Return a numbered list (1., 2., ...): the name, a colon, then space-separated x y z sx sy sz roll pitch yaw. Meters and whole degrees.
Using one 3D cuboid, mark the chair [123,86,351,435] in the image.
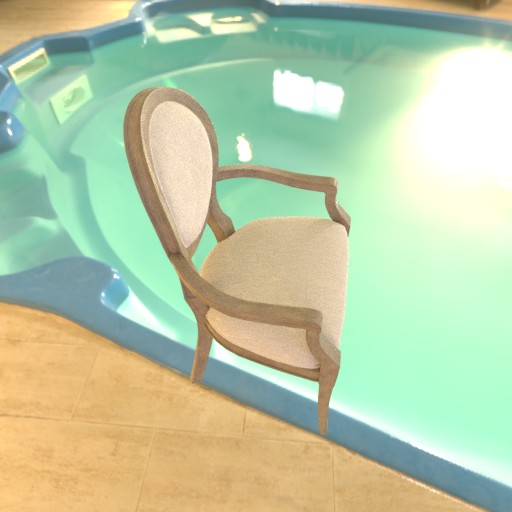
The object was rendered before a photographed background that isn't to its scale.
1. chair: 0.000 0.000 1.372 0.602 0.991 0.611 8 47 8
